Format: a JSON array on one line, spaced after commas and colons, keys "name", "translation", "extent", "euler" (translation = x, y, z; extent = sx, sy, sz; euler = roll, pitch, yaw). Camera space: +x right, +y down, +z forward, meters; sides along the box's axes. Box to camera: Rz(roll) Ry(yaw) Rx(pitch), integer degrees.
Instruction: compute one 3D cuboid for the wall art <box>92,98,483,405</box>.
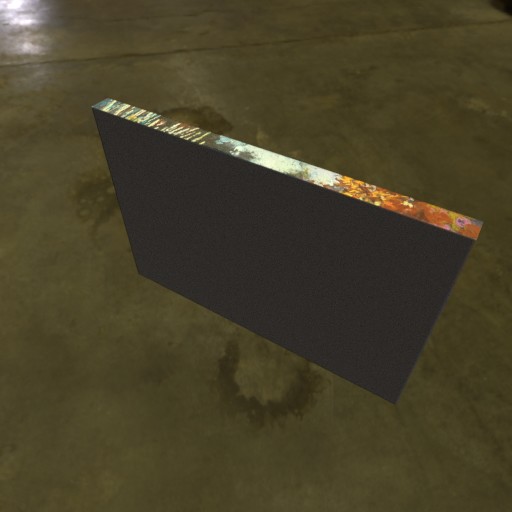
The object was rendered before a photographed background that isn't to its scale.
[{"name": "wall art", "translation": [0.000, 0.000, 0.771], "extent": [0.610, 0.406, 0.037], "euler": [24, 50, 21]}]
